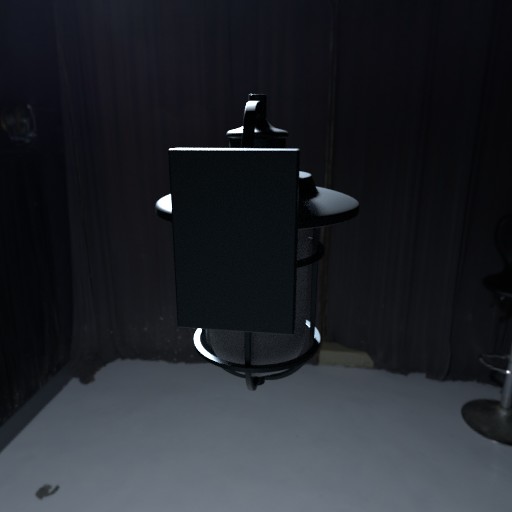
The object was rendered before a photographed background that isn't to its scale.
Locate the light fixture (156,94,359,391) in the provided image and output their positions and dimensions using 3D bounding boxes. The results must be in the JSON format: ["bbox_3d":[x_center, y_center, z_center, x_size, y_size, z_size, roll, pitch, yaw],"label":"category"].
[{"bbox_3d":[0.000,0.000,0.501,0.222,0.345,0.252,2,16,8],"label":"light fixture"}]
